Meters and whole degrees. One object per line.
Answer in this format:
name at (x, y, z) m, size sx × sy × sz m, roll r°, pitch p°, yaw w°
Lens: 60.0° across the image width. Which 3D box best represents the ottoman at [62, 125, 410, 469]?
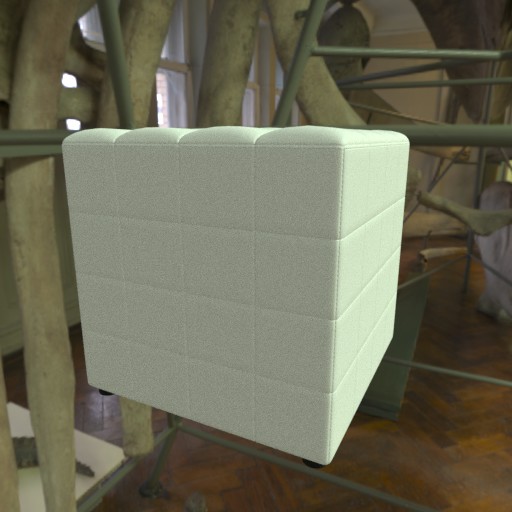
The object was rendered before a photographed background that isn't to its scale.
ottoman at (0.000, 0.000, 0.782) m, size 0.425 × 0.432 × 0.425 m, roll 8°, pitch 17°, yaw 26°
